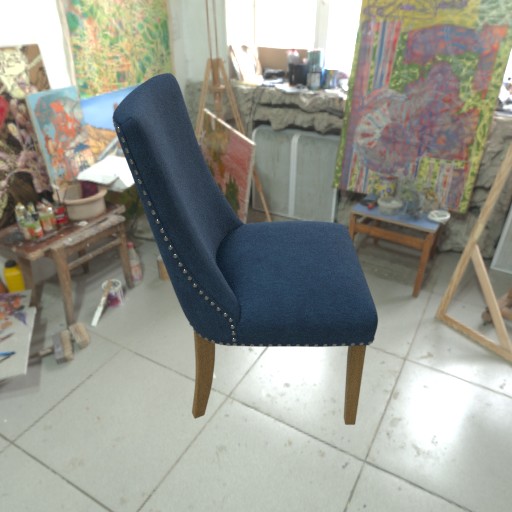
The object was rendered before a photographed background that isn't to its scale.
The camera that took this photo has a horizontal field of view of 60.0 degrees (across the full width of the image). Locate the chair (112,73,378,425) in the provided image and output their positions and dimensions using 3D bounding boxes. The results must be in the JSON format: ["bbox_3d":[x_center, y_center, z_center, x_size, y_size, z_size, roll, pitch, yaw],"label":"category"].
[{"bbox_3d":[0.000,0.000,1.255,0.610,0.902,0.495,0,32,0],"label":"chair"}]
